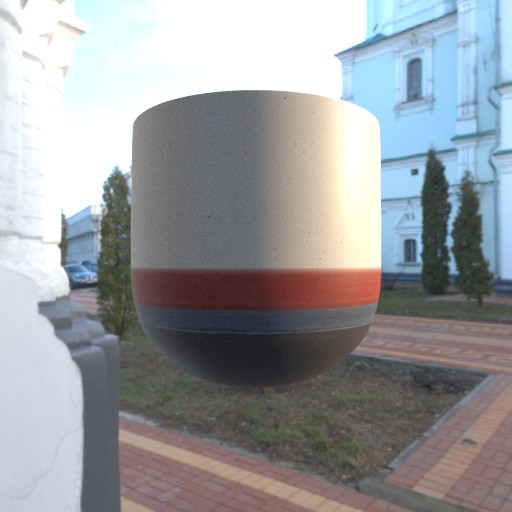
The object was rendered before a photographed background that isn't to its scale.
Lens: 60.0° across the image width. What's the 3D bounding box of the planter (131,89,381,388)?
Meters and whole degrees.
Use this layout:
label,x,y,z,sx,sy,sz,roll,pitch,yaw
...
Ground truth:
label,x,y,z,sx,sy,sz,roll,pitch,yaw
planter,0.000,0.000,0.493,0.268,0.270,0.268,0,-1,0
